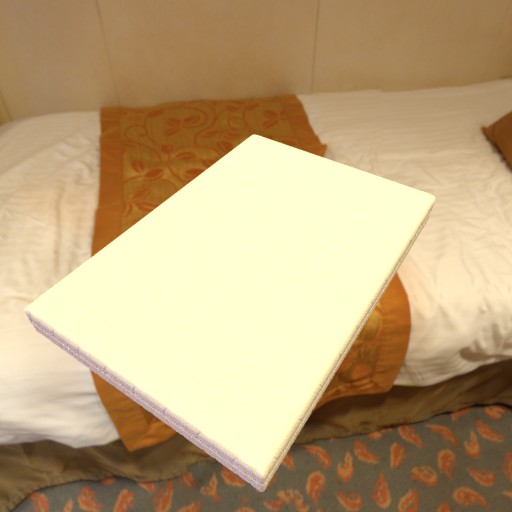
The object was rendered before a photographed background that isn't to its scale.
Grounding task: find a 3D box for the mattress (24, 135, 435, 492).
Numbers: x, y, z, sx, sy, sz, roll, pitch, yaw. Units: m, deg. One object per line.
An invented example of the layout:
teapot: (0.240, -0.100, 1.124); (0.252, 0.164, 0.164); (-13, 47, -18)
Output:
mattress: (0.000, 0.000, 2.515); (1.400, 0.200, 2.000); (25, 50, 23)
